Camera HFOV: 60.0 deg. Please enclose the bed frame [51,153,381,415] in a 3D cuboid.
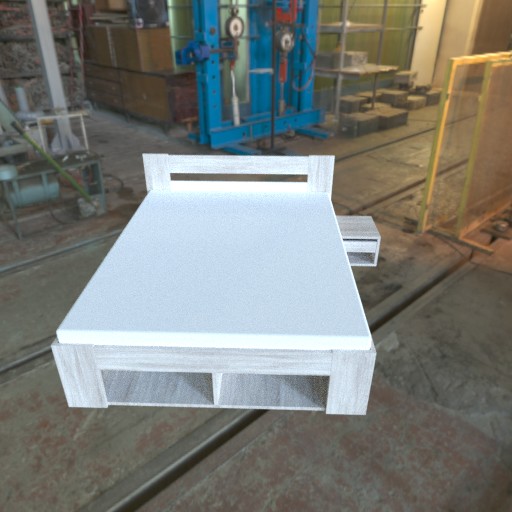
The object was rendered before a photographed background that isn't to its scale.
[{"bbox_3d":[0.000,0.000,3.152,2.040,0.860,2.050,1,29,2],"label":"bed frame"}]
